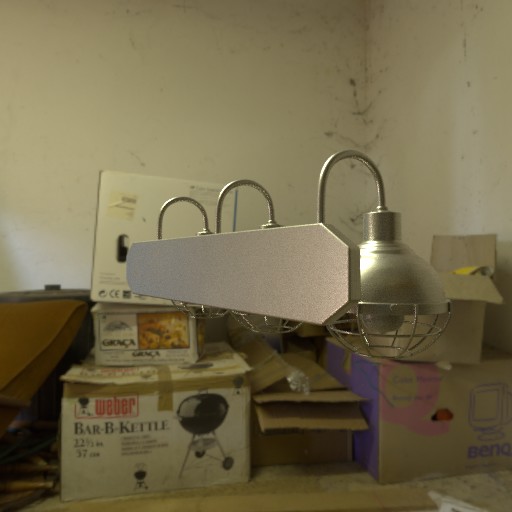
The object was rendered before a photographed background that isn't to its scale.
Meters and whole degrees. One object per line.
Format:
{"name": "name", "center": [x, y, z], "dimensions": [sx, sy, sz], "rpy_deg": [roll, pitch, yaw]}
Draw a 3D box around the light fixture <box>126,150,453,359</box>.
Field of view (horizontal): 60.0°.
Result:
{"name": "light fixture", "center": [0.000, 0.000, 0.745], "dimensions": [0.229, 0.254, 0.634], "rpy_deg": [1, -1, -35]}
